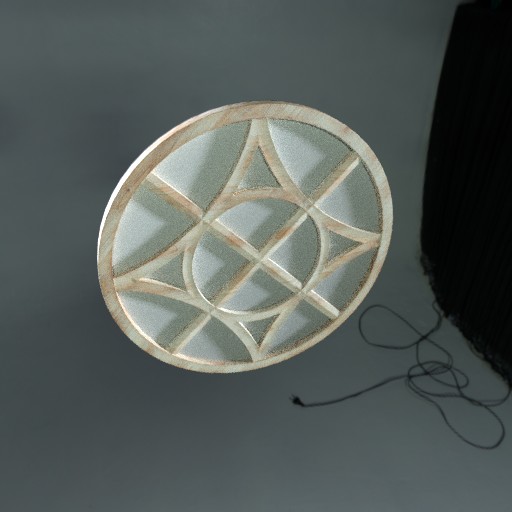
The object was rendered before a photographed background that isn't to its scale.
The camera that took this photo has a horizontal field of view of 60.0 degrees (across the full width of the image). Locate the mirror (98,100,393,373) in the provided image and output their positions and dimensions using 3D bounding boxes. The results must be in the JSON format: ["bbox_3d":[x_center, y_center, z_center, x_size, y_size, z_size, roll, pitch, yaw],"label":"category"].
[{"bbox_3d":[0.000,0.000,1.057,0.710,0.710,0.038,-9,33,-15],"label":"mirror"}]
